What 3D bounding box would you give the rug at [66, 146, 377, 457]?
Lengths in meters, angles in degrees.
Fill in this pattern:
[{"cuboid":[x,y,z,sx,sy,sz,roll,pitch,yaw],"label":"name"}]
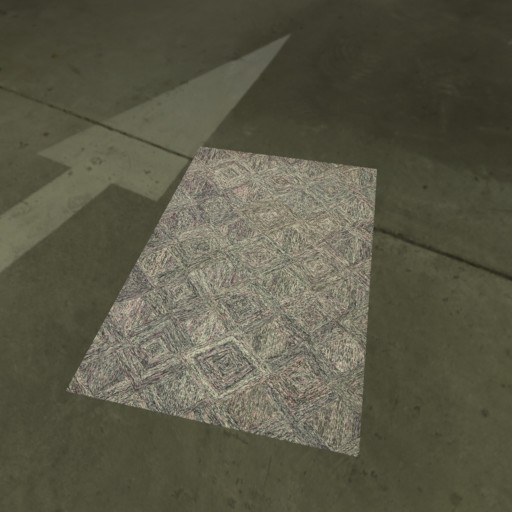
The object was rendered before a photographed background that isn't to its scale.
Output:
[{"cuboid":[0.000,0.000,2.948,1.501,0.017,2.298,9,48,9],"label":"rug"}]
